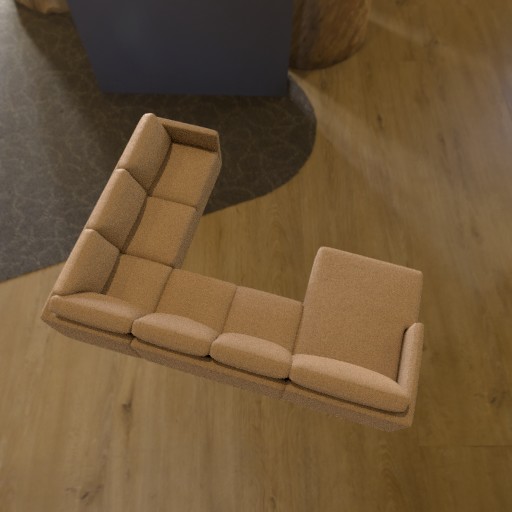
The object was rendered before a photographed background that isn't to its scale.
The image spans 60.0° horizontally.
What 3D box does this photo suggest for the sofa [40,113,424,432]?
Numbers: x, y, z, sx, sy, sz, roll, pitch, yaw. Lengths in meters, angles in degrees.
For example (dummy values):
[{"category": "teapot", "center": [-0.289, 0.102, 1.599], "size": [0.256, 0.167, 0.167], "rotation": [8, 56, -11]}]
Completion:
[{"category": "sofa", "center": [0.000, 0.000, 4.541], "size": [3.403, 0.889, 2.551], "rotation": [15, 65, 7]}]
